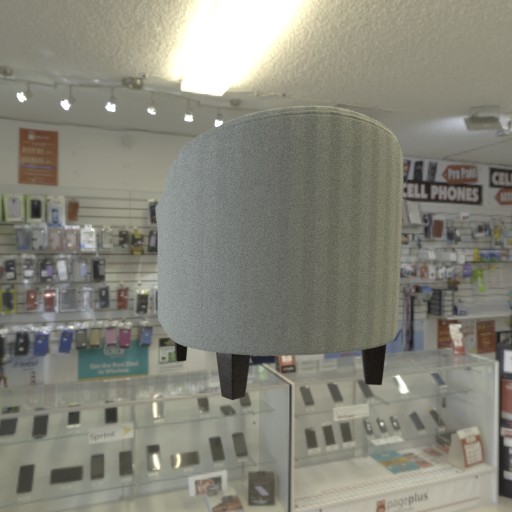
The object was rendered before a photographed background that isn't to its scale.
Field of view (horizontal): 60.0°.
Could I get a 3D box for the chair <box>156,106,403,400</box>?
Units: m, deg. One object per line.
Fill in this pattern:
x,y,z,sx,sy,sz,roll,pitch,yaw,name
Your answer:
0.000,0.000,1.715,0.756,0.757,1.288,0,0,-18,chair
